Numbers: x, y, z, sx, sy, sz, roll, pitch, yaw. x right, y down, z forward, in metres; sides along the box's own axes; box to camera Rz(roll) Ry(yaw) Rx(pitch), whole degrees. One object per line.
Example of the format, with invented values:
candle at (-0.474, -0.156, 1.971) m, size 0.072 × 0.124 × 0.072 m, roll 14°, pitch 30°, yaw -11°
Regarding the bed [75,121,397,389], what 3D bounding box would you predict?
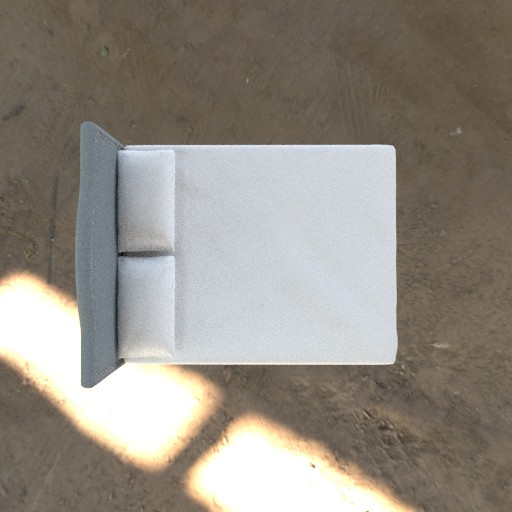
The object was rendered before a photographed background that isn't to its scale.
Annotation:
bed at (0.000, 0.000, 4.006) m, size 2.689 × 1.457 × 2.161 m, roll 0°, pitch 90°, yaw 0°
